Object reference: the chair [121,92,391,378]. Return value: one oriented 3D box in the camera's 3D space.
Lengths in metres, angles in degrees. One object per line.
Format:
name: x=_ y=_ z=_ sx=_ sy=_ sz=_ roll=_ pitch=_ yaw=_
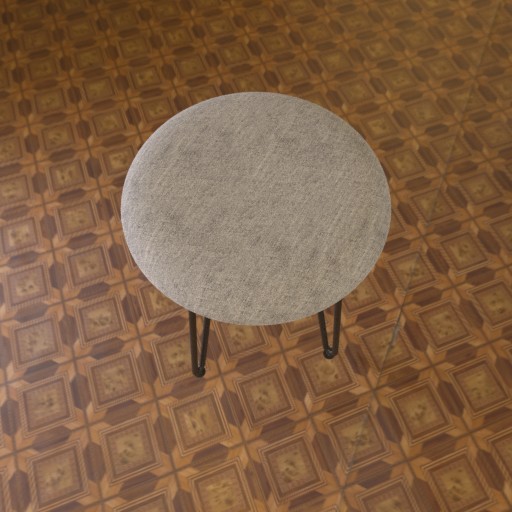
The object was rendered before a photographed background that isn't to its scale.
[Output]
chair: x=0.000 y=0.000 z=0.655 sx=0.350 sy=0.386 sz=0.350 roll=34 pitch=69 yaw=15
